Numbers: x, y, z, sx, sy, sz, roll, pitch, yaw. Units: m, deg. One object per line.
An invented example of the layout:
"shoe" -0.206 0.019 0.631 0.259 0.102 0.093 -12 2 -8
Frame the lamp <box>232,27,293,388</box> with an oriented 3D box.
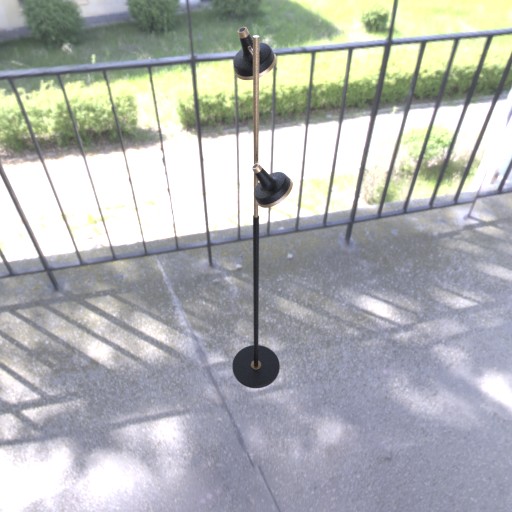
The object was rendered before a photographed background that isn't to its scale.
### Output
"lamp" 0.000 0.000 1.789 0.253 1.674 0.351 -10 46 -10
